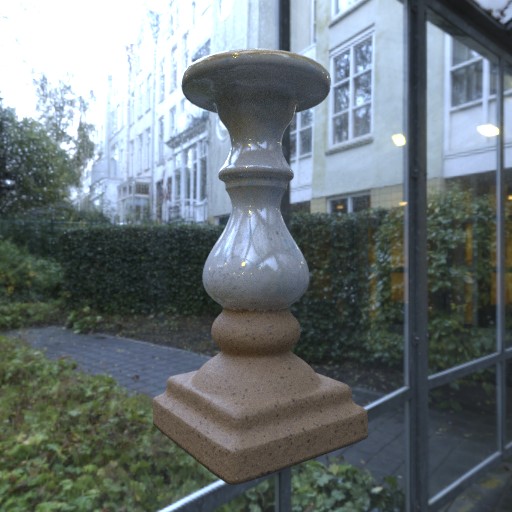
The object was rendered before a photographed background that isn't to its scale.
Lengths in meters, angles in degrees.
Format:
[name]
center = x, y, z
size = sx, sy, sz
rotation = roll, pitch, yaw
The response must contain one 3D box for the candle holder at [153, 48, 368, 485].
[candle holder]
center = 0.000, 0.000, 0.304
size = 0.110, 0.239, 0.110
rotation = 0, 0, -35
